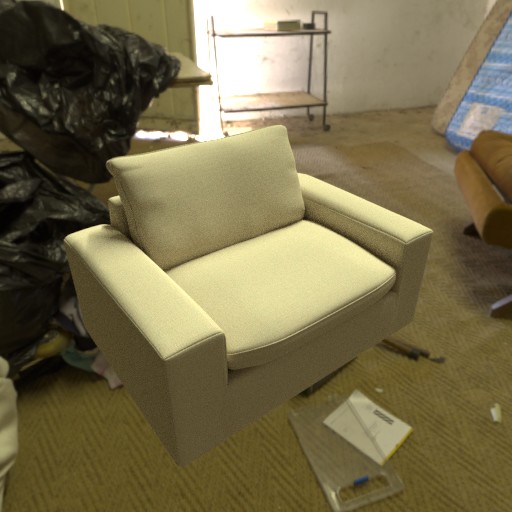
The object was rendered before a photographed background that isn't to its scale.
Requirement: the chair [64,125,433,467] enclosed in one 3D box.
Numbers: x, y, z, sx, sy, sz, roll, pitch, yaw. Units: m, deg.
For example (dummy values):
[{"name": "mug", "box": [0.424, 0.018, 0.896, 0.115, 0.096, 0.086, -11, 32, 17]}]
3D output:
[{"name": "chair", "box": [0.000, 0.000, 2.050, 1.398, 0.915, 1.039, -21, 37, -32]}]
